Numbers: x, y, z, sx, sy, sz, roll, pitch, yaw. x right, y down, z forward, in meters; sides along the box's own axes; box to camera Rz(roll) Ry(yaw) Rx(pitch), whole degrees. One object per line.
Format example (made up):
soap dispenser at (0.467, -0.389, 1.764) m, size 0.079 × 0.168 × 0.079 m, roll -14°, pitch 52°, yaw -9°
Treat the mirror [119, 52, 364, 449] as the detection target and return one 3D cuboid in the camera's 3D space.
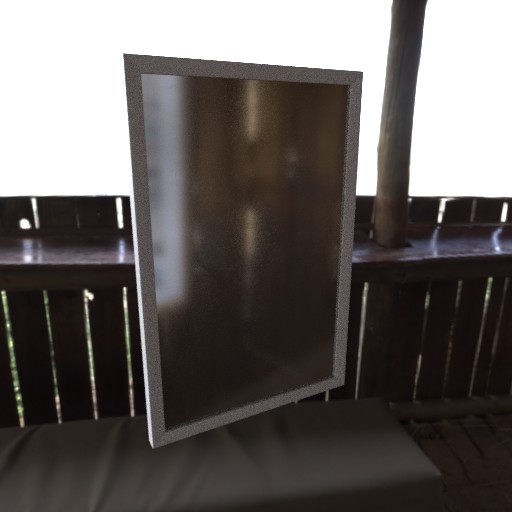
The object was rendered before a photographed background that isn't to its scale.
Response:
mirror at (0.000, 0.000, 1.142) m, size 0.609 × 0.914 × 0.041 m, roll -9°, pitch 18°, yaw -27°
